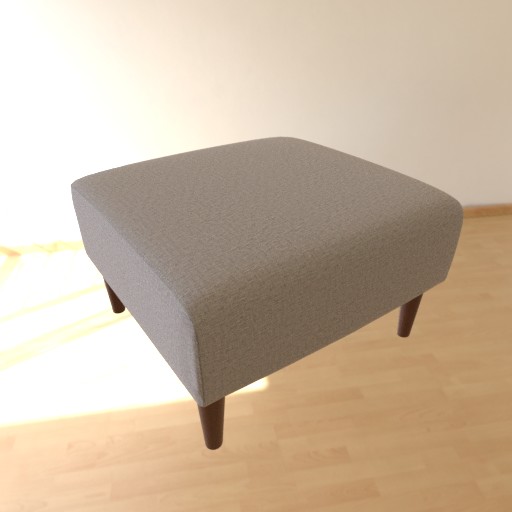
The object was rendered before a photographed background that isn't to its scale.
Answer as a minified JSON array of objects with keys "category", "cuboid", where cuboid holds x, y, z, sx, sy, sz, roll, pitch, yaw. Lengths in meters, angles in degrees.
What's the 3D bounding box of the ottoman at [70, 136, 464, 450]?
[{"category":"ottoman","cuboid":[0.000,0.000,1.060,0.655,0.399,0.648,-20,36,-30]}]
